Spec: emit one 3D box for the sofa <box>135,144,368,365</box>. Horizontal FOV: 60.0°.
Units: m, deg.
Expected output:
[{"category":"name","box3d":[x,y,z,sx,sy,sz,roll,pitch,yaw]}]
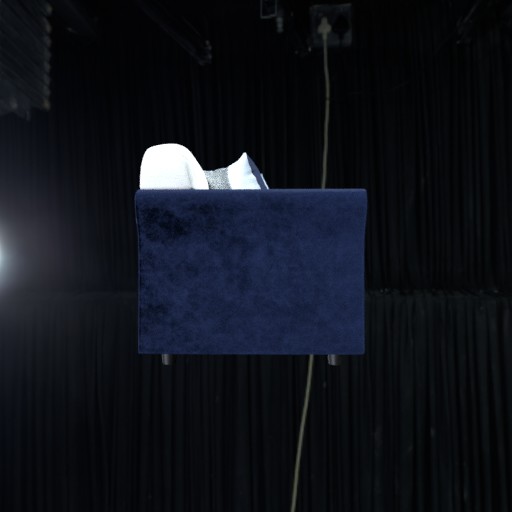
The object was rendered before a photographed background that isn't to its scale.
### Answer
[{"category":"sofa","box3d":[0.000,0.000,2.408,0.749,0.789,2.006,0,-1,1]}]
